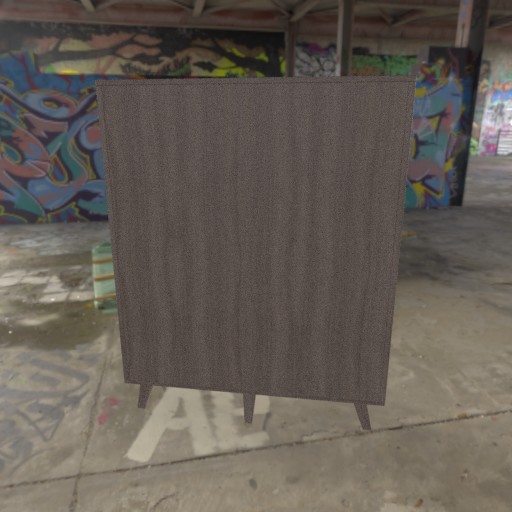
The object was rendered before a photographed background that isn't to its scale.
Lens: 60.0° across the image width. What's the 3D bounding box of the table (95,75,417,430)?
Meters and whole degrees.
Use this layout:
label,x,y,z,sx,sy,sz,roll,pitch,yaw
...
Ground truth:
label,x,y,z,sx,sy,sz,roll,pitch,yaw
table,0.000,0.000,1.899,1.111,1.388,0.398,2,17,8
